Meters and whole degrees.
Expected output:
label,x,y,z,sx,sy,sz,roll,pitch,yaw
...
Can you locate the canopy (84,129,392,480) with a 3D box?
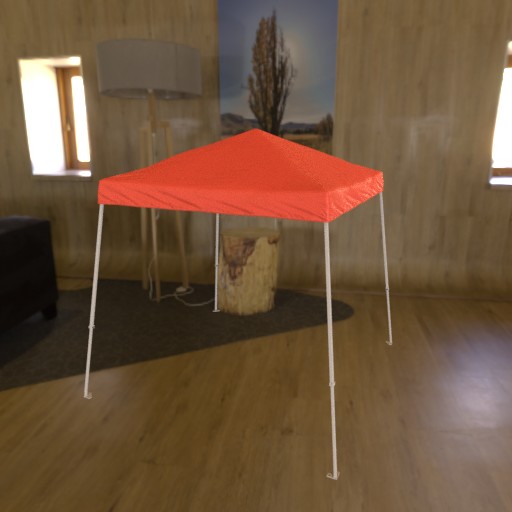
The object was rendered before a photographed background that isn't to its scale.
label,x,y,z,sx,sy,sz,roll,pitch,yaw
canopy,0.000,0.000,5.162,2.850,2.850,2.849,7,16,25
